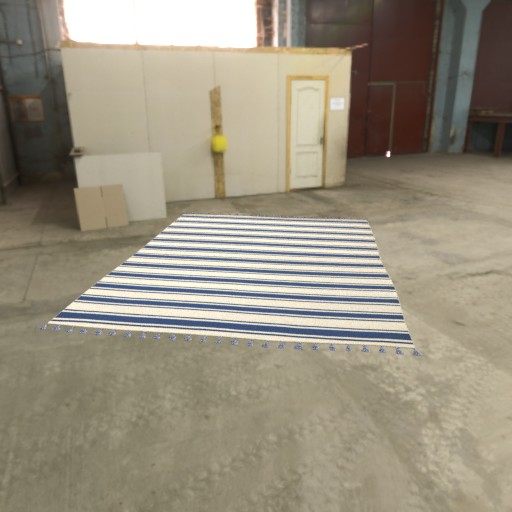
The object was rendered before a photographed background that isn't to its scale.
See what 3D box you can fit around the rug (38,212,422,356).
[{"bbox_3d":[0.000,0.000,4.367,2.471,0.016,3.416,3,19,8],"label":"rug"}]
